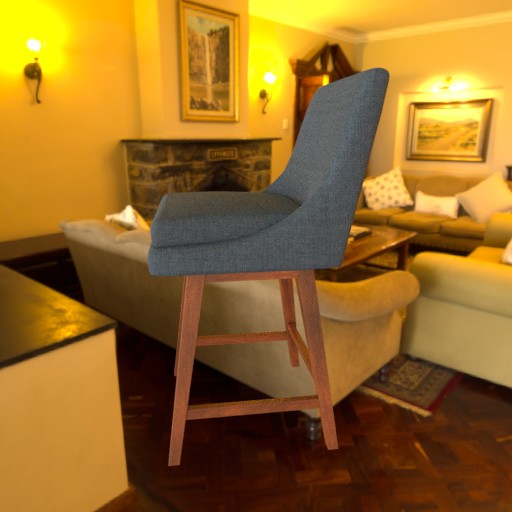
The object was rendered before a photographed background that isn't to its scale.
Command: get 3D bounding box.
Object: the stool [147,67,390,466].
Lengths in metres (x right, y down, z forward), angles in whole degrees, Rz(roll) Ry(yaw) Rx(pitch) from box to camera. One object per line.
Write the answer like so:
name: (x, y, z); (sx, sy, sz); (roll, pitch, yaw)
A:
stool: (0.000, 0.000, 1.178); (0.524, 0.895, 0.467); (-2, 16, -8)
